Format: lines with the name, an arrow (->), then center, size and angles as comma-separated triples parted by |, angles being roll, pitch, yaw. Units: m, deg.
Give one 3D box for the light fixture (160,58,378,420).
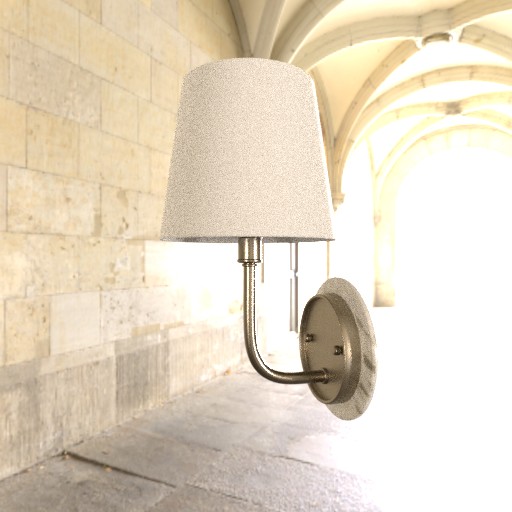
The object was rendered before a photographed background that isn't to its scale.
light fixture -> 0.000, 0.000, 0.441 | 0.188, 0.337, 0.168 | 0, 0, -17
